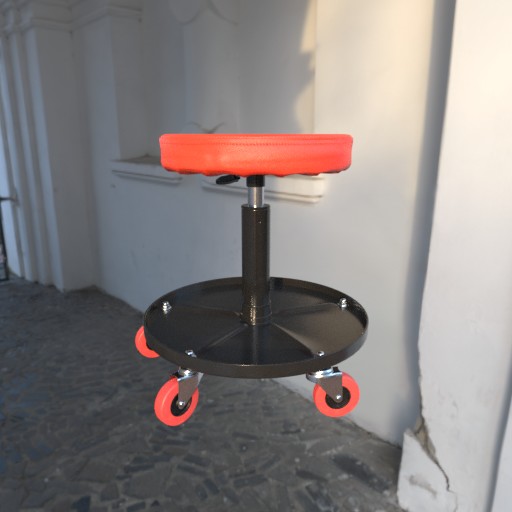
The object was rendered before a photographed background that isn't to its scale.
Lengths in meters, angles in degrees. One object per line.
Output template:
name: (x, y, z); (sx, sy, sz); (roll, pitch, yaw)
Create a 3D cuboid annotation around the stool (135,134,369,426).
stool: (0.000, 0.000, 0.687); (0.381, 0.365, 0.382); (-7, 17, -24)
